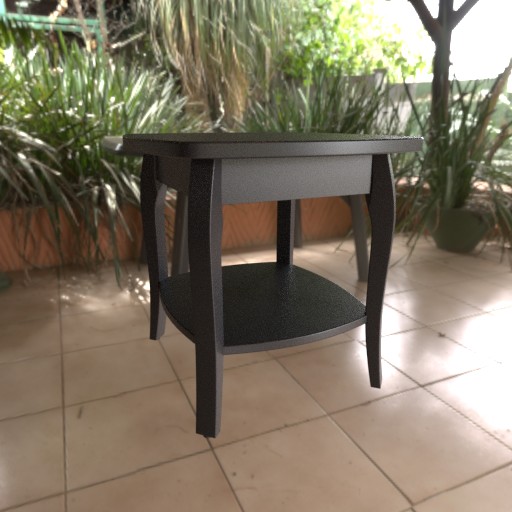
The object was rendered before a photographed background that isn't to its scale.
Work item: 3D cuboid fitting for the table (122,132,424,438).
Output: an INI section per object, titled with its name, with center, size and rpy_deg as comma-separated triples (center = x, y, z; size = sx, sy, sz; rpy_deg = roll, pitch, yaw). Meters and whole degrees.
[table]
center = 0.000, 0.000, 0.870
size = 0.457, 0.457, 0.508
rpy_deg = -8, 18, -24
